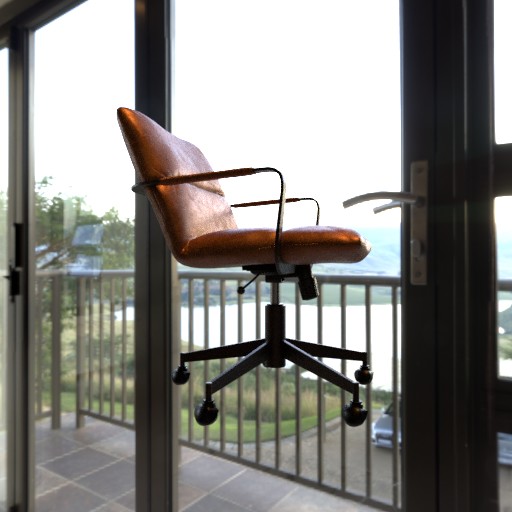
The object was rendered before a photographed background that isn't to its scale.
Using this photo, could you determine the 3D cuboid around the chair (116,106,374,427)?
[{"bbox_3d":[0.000,0.000,1.499,0.754,0.922,0.727,0,0,17],"label":"chair"}]
